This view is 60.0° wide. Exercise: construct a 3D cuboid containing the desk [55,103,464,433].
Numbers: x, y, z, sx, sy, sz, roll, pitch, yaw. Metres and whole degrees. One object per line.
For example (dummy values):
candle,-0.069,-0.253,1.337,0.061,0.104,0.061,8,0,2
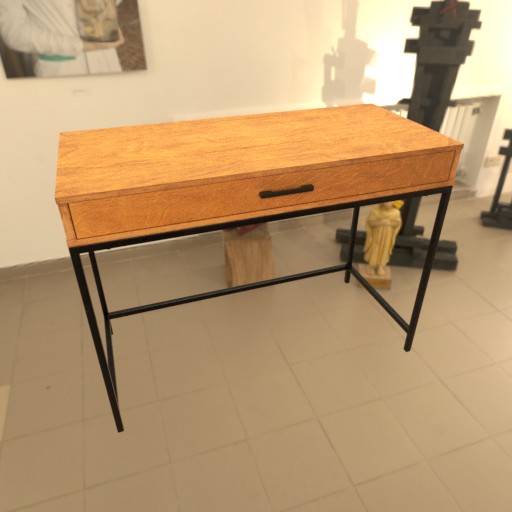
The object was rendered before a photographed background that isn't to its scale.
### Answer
desk,0.000,0.000,1.418,1.016,0.762,0.470,-11,34,-16
